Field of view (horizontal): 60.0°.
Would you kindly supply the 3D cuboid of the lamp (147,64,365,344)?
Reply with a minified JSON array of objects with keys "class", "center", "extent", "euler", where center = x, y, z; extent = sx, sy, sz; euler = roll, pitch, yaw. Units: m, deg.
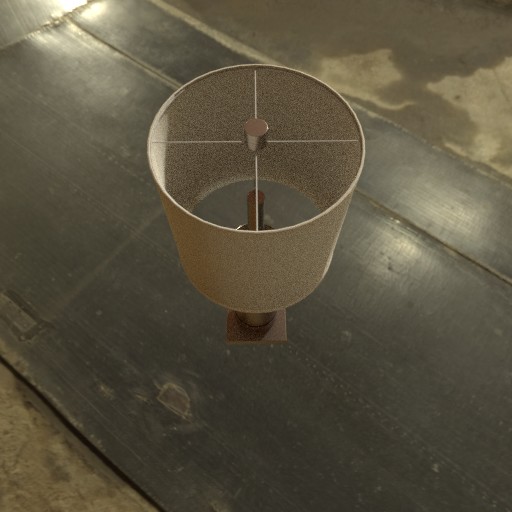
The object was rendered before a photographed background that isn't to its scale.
[{"class":"lamp","center":[0.000,0.000,0.625],"extent":[0.202,0.509,0.202],"euler":[0,63,0]}]
